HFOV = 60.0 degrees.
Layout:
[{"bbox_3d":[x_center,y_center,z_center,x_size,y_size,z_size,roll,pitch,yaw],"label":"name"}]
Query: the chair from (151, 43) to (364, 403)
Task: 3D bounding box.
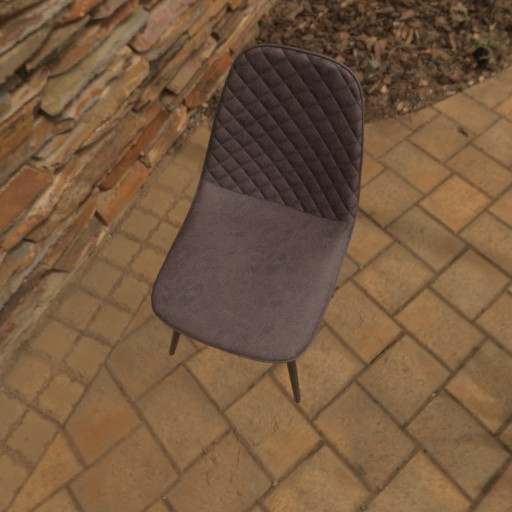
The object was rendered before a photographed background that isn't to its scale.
[{"bbox_3d":[0.000,0.000,1.205,0.472,0.889,0.561,18,61,10],"label":"chair"}]
